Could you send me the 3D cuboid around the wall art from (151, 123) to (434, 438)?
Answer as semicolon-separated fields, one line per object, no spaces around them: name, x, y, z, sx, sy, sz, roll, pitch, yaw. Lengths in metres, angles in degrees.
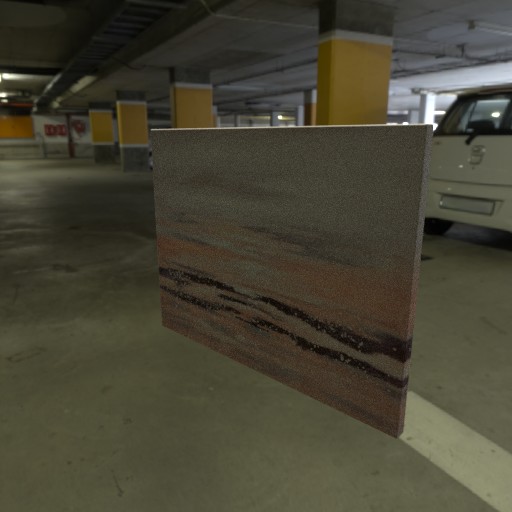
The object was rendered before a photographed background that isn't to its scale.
wall art;0.000;0.000;1.368;1.015;0.763;0.038;14;20;42
